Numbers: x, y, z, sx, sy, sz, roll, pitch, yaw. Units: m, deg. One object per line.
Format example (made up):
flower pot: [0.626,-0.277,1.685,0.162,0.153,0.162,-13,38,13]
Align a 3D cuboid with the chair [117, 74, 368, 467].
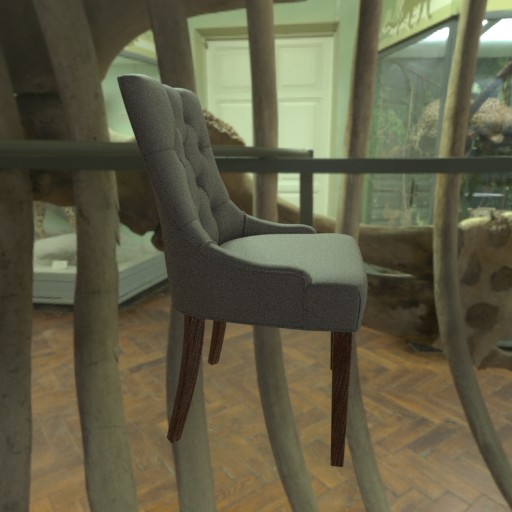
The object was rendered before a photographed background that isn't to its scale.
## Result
chair: [0.000,0.000,1.182,0.565,0.874,0.509,2,15,9]
